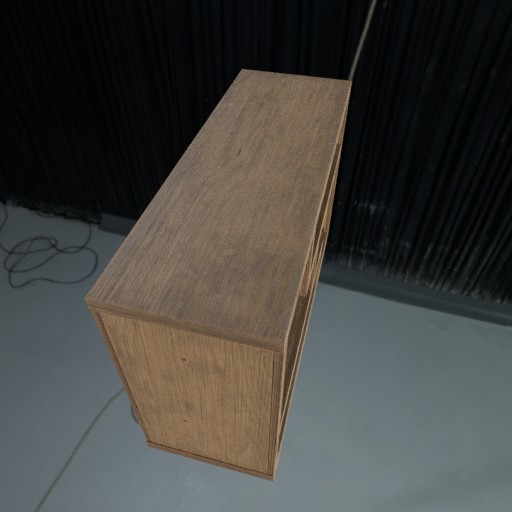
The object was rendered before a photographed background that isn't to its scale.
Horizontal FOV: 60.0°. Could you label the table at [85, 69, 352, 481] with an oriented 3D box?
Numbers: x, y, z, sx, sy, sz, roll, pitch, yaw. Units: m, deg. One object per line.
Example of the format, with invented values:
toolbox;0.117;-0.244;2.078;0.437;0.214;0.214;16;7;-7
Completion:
table;0.000;0.000;1.514;0.410;0.771;1.151;11;46;10
